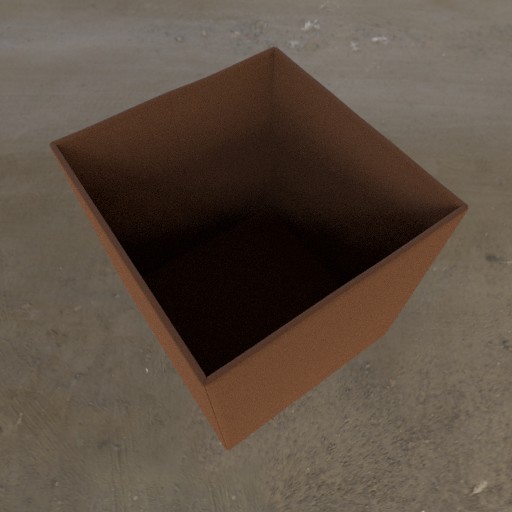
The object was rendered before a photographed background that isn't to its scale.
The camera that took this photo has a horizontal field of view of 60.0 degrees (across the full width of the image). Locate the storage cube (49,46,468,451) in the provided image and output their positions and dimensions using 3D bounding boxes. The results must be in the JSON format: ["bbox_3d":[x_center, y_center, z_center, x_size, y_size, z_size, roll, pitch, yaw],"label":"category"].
[{"bbox_3d":[0.000,0.000,0.496,0.270,0.280,0.270,-31,63,-18],"label":"storage cube"}]
